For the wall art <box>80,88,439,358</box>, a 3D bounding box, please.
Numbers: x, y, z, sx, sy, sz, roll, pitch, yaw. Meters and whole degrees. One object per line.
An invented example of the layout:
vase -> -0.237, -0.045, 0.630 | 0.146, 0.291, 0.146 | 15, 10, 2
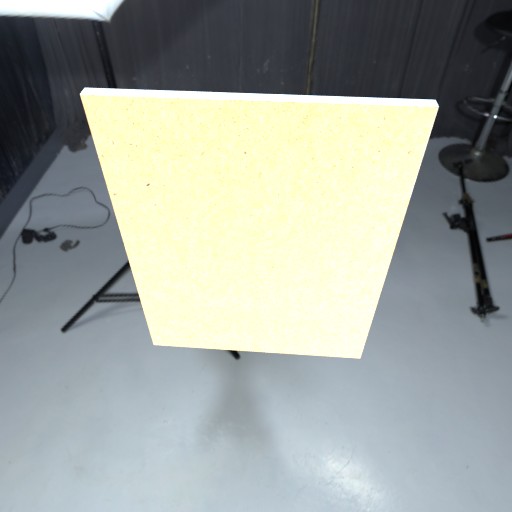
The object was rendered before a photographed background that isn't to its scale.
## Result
wall art -> 0.000, 0.000, 0.818 | 0.481, 0.613, 0.020 | 3, 46, 3
